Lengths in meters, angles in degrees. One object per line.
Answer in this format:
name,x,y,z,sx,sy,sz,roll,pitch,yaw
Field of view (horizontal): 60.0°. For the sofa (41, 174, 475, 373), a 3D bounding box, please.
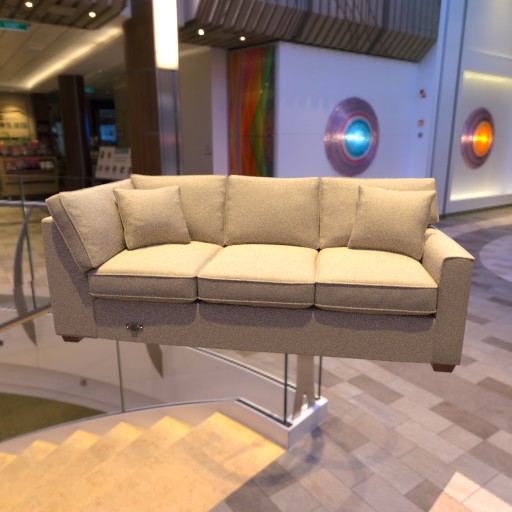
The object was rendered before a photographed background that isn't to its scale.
sofa,0.000,0.000,2.818,2.317,0.962,1.061,2,15,9
